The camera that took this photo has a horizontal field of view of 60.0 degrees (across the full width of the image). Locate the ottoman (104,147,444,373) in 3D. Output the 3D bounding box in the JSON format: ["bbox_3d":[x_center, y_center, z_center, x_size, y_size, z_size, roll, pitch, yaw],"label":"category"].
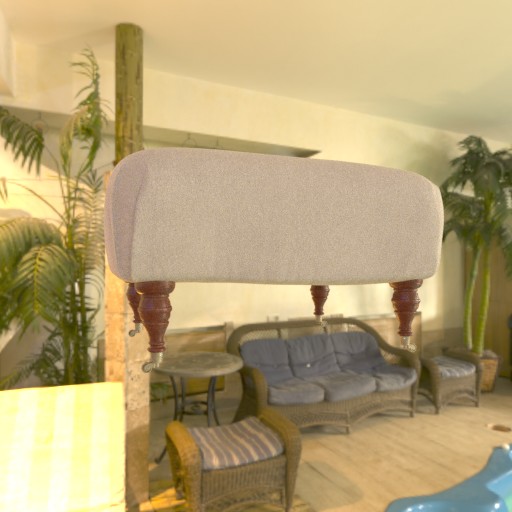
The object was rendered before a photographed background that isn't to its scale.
[{"bbox_3d":[0.000,0.000,1.149,0.746,0.450,0.622,0,-1,-19],"label":"ottoman"}]
